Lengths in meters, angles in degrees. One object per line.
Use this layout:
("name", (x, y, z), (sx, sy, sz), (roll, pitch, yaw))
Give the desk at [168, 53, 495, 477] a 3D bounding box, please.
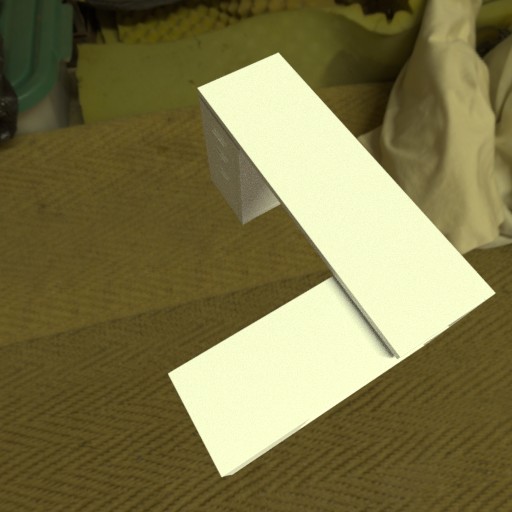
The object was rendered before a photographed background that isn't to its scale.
("desk", (0.000, 0.000, 2.166), (1.200, 0.753, 1.524), (-29, 68, -13))
